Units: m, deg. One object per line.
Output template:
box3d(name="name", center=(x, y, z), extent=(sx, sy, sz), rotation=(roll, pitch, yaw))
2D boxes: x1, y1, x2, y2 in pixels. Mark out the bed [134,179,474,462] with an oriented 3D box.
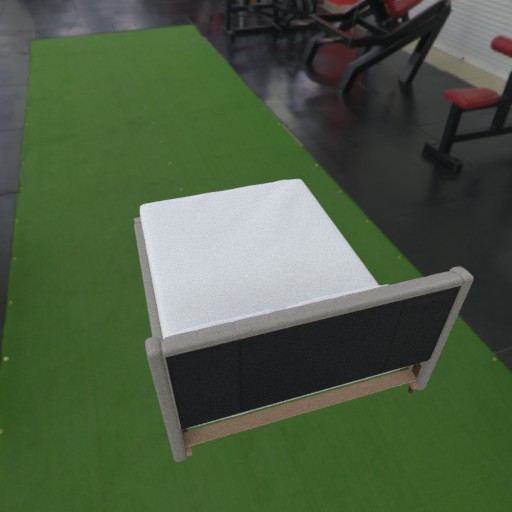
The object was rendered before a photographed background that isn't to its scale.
box3d(name="bed", center=(0.000, 0.000, 3.232), extent=(1.656, 1.147, 2.232), rotation=(-11, 42, -13))
